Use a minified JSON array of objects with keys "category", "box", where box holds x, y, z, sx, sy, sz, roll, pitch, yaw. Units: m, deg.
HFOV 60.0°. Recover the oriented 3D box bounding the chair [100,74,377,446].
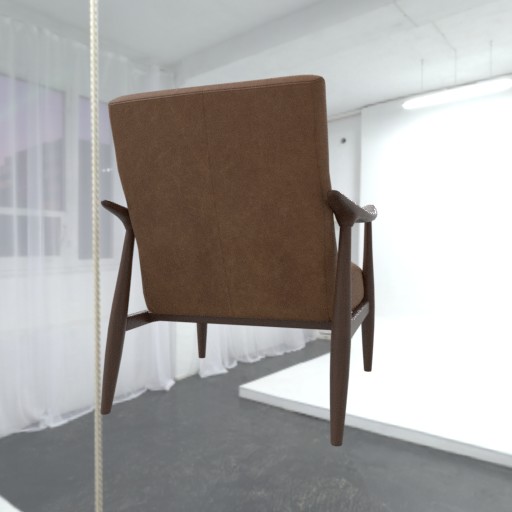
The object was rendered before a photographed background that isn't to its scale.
[{"category":"chair","box":[0.000,0.000,1.416,0.741,0.832,0.798,0,0,18]}]
